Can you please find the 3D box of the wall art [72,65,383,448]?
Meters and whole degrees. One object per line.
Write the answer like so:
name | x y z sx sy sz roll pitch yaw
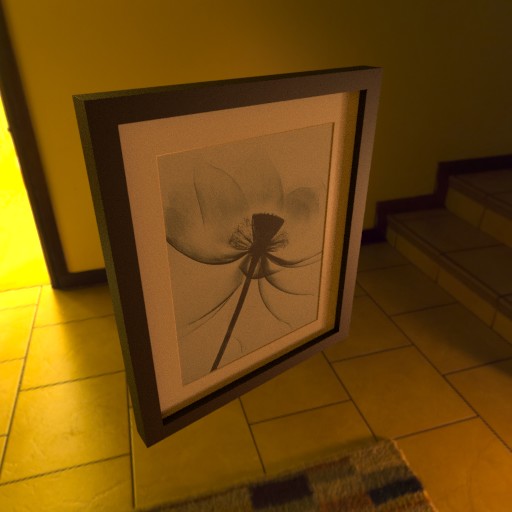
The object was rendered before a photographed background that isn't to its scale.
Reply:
wall art | 0.000 0.000 0.509 0.330 0.381 0.029 -20 35 -31
